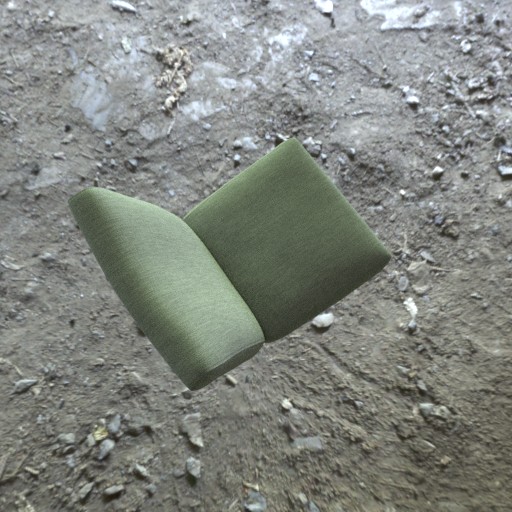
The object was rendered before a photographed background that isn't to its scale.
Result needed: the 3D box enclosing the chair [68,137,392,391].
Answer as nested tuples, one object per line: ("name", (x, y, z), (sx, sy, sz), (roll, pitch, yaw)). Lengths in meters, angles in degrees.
("chair", (0.000, 0.000, 1.269), (0.629, 0.884, 0.487), (-35, 78, -8))
